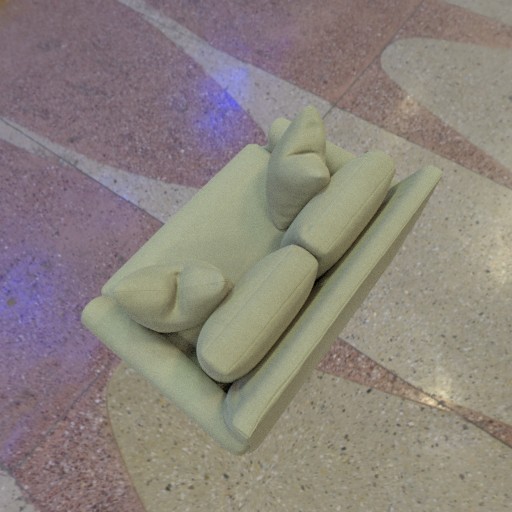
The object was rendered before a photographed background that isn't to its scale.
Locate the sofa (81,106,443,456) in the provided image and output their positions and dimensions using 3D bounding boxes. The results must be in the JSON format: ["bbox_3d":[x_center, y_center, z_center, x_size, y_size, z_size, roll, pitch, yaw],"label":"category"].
[{"bbox_3d":[0.000,0.000,2.202,1.070,0.905,1.550,35,68,16],"label":"sofa"}]
